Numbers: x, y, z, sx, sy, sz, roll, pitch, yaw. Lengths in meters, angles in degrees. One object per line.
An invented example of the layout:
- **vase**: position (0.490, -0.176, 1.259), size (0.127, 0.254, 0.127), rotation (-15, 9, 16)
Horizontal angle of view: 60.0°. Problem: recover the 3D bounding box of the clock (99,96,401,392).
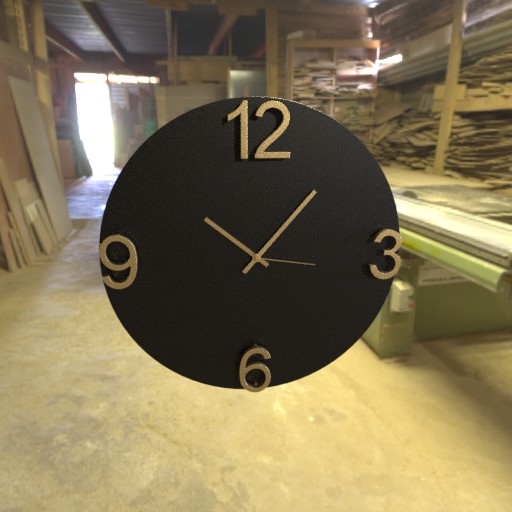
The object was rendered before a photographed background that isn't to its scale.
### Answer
- **clock**: position (0.000, 0.000, 0.669), size (0.454, 0.454, 0.038), rotation (-2, 16, -8)
